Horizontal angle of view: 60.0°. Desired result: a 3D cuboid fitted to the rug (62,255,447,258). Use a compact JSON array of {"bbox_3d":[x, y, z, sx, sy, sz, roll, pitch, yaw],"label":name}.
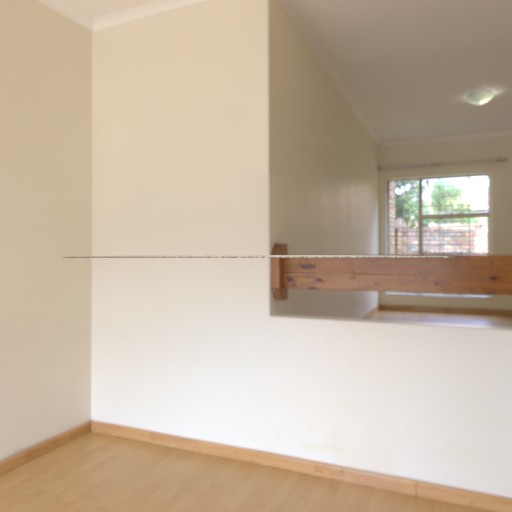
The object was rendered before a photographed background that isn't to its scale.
[{"bbox_3d":[0.000,0.000,4.383,2.464,0.010,3.327,0,0,-1],"label":"rug"}]
